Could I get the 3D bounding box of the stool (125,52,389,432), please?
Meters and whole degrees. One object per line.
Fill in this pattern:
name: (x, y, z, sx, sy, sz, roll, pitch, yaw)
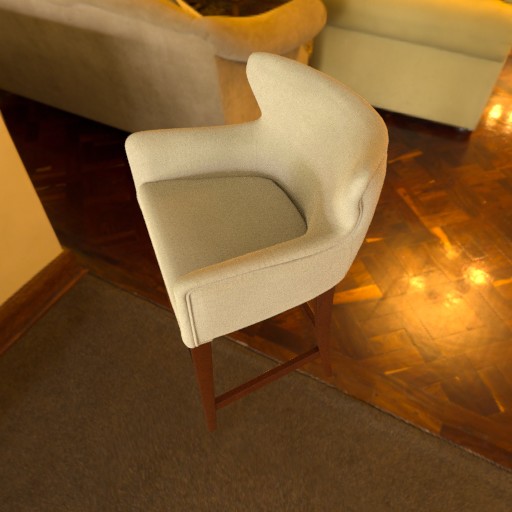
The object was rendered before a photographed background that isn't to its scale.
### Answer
stool: (0.000, 0.000, 1.328, 0.570, 0.951, 0.601, -16, 49, -14)
